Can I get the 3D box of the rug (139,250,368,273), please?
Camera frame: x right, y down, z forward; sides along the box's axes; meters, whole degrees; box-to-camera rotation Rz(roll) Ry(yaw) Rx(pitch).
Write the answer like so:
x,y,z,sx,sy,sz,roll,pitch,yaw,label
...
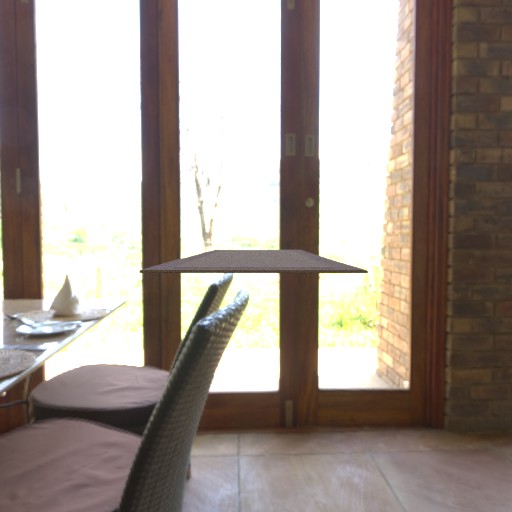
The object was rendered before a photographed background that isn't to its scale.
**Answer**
x,y,z,sx,sy,sz,roll,pitch,yaw,label
0.000,0.000,2.669,0.767,0.012,2.430,0,2,1,rug
